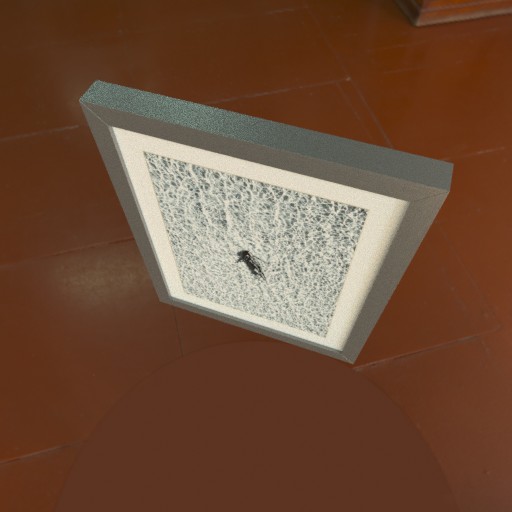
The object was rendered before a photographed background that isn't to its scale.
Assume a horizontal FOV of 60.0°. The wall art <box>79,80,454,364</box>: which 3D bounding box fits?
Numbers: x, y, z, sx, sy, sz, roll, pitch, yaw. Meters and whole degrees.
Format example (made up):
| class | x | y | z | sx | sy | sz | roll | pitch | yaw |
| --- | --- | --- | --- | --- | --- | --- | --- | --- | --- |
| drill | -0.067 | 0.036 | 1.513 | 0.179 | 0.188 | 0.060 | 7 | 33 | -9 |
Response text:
| class | x | y | z | sx | sy | sz | roll | pitch | yaw |
| --- | --- | --- | --- | --- | --- | --- | --- | --- | --- |
| wall art | 0.000 | 0.000 | 0.516 | 0.308 | 0.379 | 0.030 | 16 | 59 | 10 |
